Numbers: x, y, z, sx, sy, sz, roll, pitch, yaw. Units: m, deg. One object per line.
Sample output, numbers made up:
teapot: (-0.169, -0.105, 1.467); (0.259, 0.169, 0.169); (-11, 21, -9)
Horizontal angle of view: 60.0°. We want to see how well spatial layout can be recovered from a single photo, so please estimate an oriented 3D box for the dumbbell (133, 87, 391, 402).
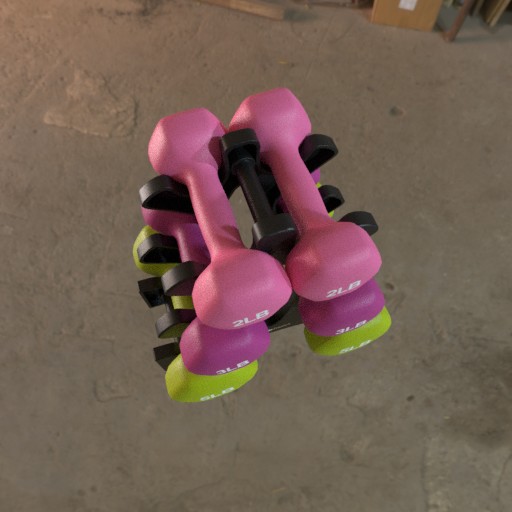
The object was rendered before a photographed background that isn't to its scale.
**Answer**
dumbbell: (0.000, 0.000, 0.437); (0.257, 0.261, 0.203); (-17, 65, -8)
